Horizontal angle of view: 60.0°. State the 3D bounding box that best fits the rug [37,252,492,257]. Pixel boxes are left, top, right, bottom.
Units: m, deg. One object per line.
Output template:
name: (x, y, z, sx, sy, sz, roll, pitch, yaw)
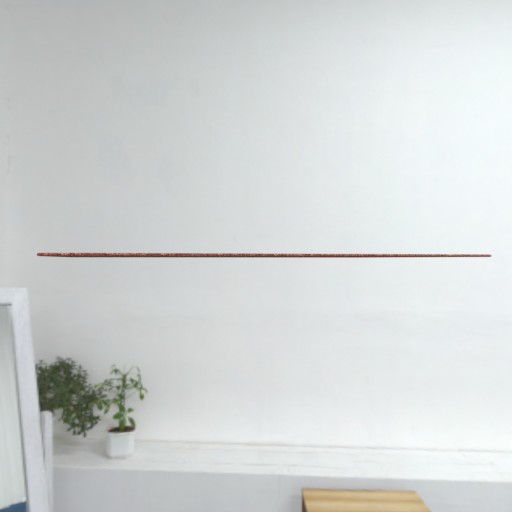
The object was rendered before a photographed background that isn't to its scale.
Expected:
rug: (0.000, 0.000, 2.963, 2.438, 0.015, 1.524, 0, 0, -18)
